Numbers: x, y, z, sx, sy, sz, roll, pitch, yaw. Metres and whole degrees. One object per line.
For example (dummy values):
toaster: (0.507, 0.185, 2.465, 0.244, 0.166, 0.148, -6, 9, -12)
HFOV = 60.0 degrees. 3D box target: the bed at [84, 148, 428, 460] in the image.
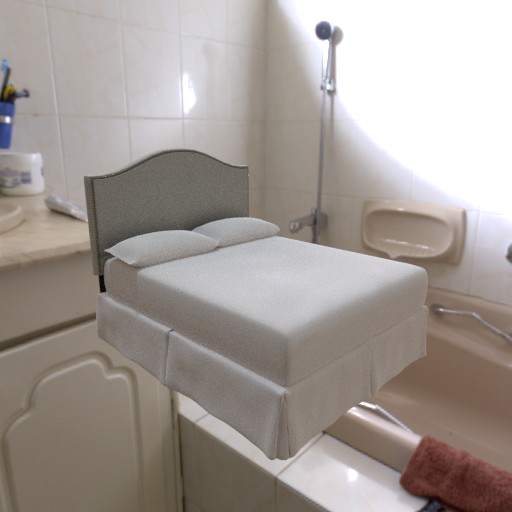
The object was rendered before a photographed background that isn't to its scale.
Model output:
bed: (0.000, 0.000, 3.482, 2.180, 1.607, 1.813, 15, 21, 43)
